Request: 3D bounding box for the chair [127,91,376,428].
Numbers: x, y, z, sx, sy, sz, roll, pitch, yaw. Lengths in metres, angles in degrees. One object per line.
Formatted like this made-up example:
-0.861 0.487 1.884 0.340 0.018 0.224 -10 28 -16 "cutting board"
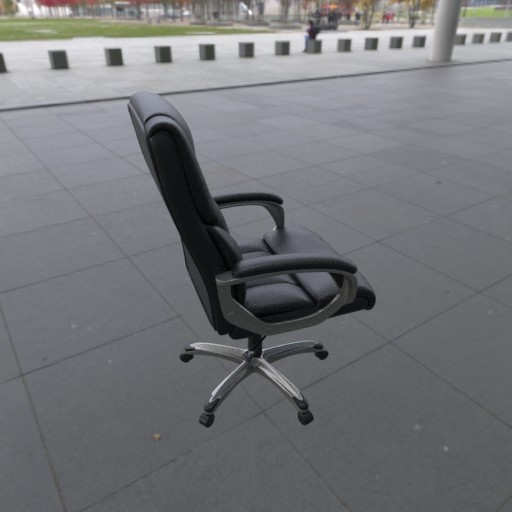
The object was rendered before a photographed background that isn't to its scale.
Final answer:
0.000 0.000 1.620 0.739 1.155 0.663 -10 30 -17 "chair"
